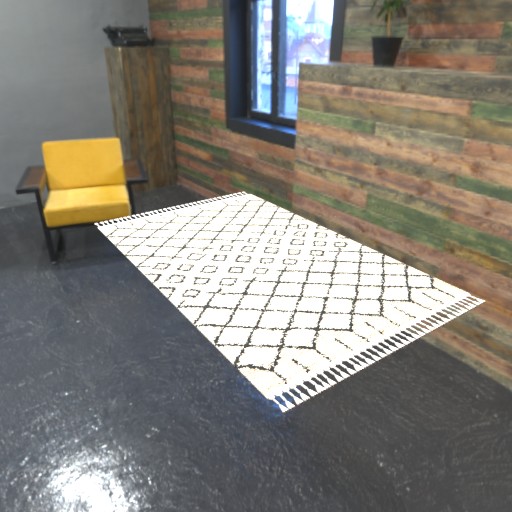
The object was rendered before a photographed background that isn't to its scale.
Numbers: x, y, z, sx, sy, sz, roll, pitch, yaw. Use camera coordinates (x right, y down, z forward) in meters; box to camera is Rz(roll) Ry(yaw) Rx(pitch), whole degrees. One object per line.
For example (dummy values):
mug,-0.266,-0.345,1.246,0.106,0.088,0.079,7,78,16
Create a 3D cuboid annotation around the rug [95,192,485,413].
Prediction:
rug,0.000,0.000,2.480,1.196,0.008,2.006,-17,31,-31
